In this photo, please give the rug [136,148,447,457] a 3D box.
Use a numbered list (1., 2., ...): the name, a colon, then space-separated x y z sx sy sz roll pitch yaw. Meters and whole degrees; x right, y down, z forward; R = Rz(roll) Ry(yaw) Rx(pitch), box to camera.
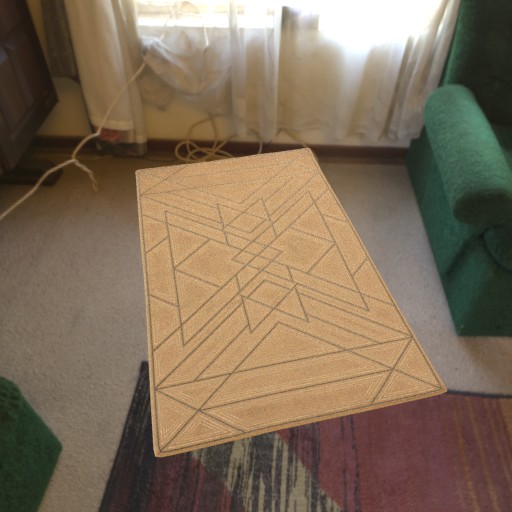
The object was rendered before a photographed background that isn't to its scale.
1. rug: 0.000 0.000 3.110 1.575 0.023 2.459 -9 47 -9
